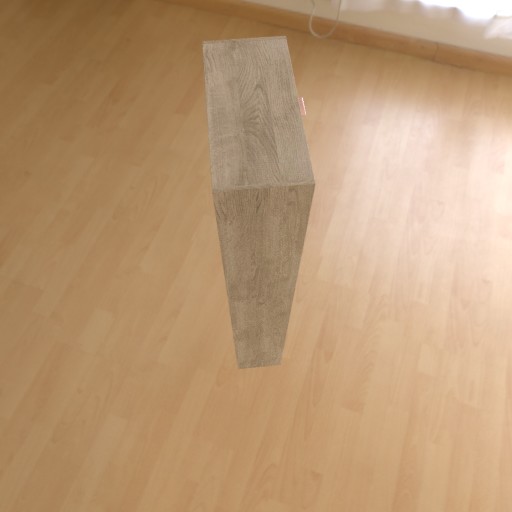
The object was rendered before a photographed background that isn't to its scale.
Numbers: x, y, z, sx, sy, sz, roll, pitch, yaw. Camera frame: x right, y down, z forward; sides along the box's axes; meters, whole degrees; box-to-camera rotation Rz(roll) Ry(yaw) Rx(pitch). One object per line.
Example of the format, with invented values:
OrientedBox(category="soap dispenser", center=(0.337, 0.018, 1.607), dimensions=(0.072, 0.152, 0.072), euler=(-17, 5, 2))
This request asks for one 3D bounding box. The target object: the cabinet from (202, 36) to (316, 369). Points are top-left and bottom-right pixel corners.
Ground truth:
OrientedBox(category="cabinet", center=(0.000, 0.000, 1.842), dimensions=(0.250, 1.630, 0.520), euler=(-5, 62, -3))
